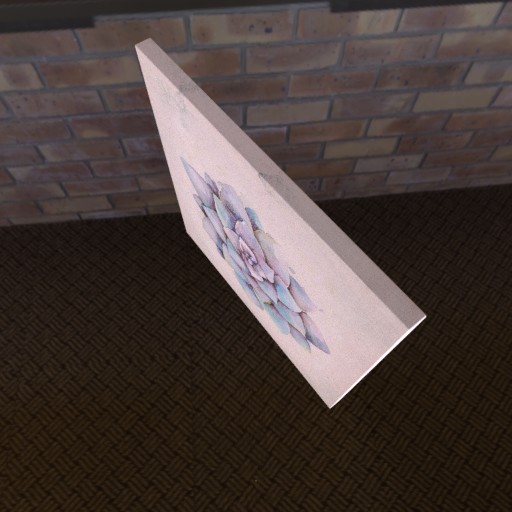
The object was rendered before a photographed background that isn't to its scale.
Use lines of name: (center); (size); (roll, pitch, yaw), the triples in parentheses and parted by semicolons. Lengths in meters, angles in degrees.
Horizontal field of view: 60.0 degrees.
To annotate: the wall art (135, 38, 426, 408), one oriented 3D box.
wall art: (0.000, 0.000, 1.112); (0.038, 0.762, 0.762); (-35, 68, -16)
